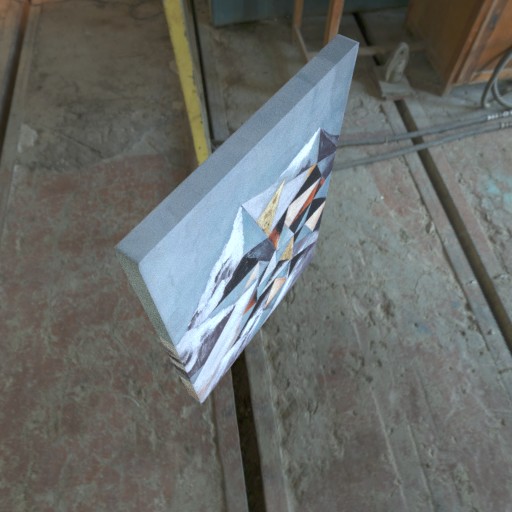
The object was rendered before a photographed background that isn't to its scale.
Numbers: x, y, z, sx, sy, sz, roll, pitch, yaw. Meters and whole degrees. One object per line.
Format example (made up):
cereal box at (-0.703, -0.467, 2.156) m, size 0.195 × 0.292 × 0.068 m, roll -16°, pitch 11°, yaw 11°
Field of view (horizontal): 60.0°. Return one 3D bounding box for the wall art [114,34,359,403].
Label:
wall art at (0.000, 0.000, 0.806) m, size 0.037 × 0.613 × 0.455 m, roll 32°, pitch 64°, yaw 18°
